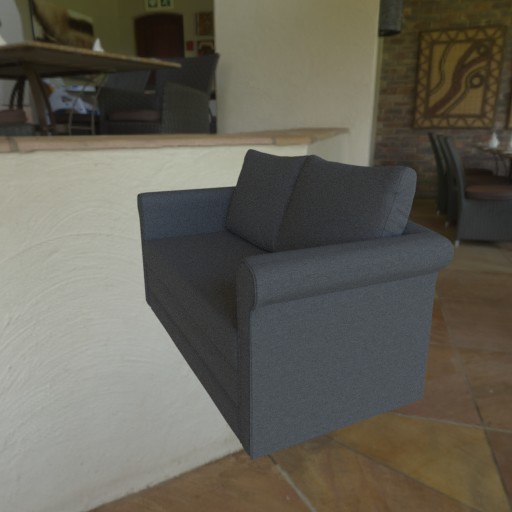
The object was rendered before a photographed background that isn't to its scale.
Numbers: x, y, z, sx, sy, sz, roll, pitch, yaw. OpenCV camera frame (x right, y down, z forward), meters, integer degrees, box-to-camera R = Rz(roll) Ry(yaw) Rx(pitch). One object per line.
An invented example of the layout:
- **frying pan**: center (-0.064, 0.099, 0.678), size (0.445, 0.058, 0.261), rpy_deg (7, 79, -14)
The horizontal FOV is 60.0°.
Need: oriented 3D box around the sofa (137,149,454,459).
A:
- **sofa**: center (0.000, 0.000, 1.979), size (0.741, 0.872, 1.460), rpy_deg (-8, 19, -25)
